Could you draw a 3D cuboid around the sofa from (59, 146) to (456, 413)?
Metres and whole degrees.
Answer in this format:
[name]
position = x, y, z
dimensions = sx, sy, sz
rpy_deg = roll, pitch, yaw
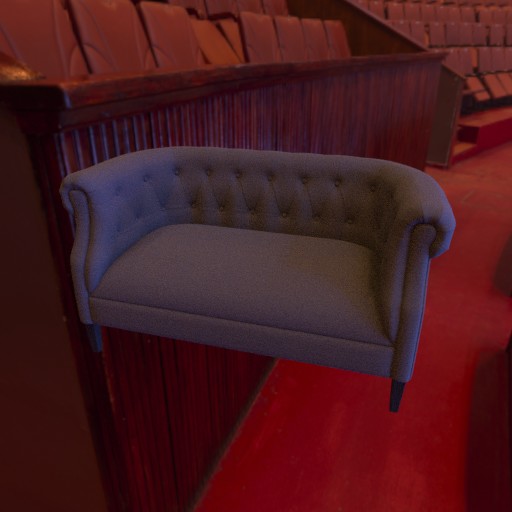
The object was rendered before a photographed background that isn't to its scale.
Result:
[sofa]
position = 0.000, 0.000, 2.052
dimensions = 1.558, 0.827, 0.835
rpy_deg = 7, 27, 14
